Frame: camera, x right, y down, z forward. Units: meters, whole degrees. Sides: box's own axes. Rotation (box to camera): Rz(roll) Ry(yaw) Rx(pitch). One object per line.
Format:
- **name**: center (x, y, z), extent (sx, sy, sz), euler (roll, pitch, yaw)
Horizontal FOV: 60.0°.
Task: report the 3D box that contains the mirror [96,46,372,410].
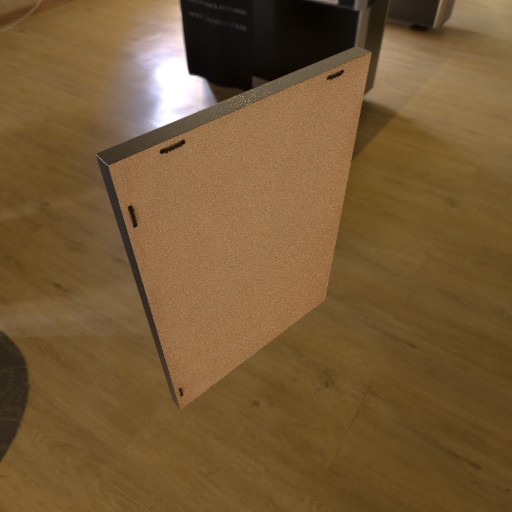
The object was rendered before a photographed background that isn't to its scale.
- **mirror**: center (0.000, 0.000, 0.926), extent (0.507, 0.710, 0.039), euler (-32, 55, -26)
